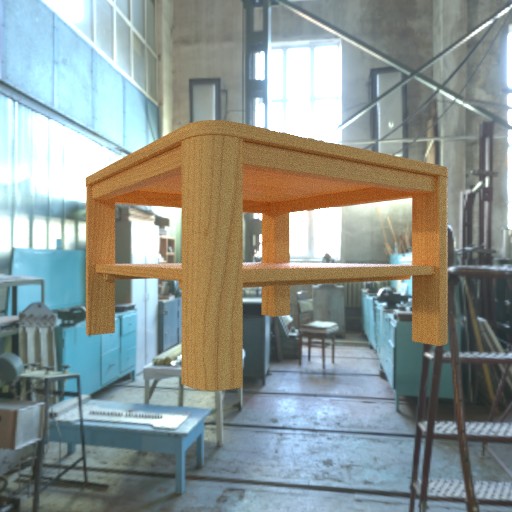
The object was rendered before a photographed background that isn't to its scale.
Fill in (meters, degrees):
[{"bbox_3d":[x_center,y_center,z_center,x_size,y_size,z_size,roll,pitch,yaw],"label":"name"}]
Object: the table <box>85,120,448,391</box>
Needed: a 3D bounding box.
[{"bbox_3d":[0.000,0.000,1.232,0.750,0.450,0.750,0,0,-36],"label":"table"}]
